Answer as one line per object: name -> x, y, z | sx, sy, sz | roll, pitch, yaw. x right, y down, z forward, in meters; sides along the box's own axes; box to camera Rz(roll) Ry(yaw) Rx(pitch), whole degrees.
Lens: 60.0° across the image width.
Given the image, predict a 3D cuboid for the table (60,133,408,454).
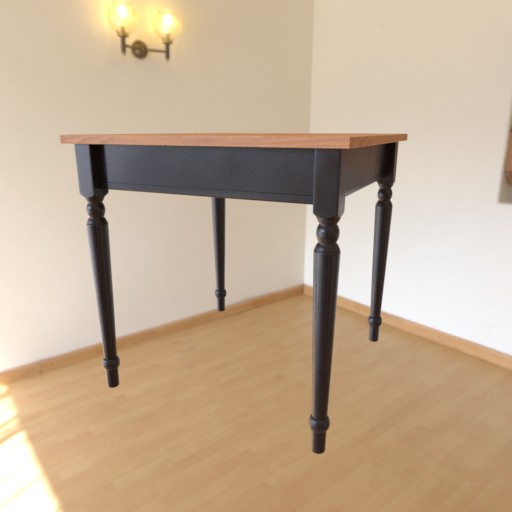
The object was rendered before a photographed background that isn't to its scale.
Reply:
table -> 0.000, 0.000, 1.392 | 0.747, 0.738, 0.747 | 8, 18, 25
